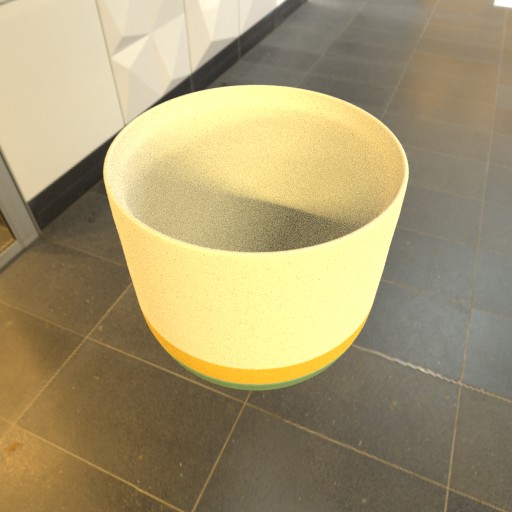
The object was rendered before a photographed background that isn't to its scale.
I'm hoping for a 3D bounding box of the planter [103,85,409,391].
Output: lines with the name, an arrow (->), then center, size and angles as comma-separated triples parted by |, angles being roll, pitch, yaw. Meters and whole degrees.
planter -> 0.000, 0.000, 0.491 | 0.268, 0.270, 0.268 | 0, 45, 0
